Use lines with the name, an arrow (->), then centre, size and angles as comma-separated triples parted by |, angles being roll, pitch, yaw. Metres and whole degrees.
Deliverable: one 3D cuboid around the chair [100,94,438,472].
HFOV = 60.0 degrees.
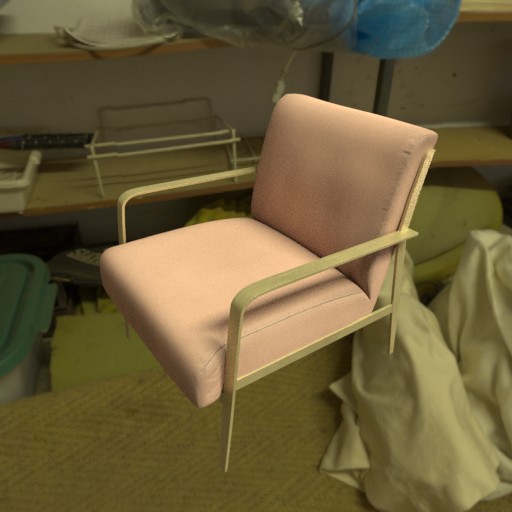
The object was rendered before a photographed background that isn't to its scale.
chair -> 0.000, 0.000, 1.434 | 0.848, 0.823, 0.701 | -22, 38, -30
